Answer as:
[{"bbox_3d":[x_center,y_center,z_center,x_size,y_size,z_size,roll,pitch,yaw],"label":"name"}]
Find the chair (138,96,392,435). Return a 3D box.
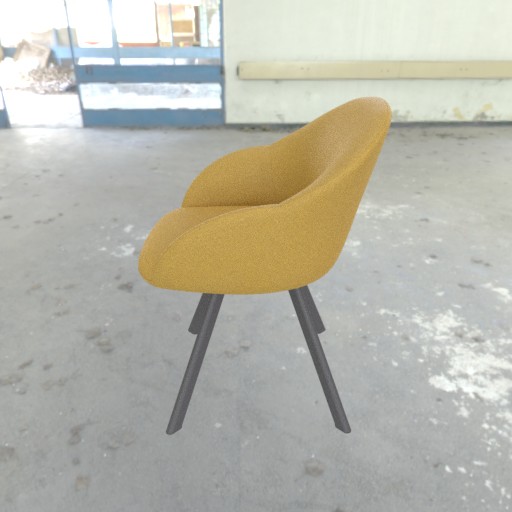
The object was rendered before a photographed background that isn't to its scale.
[{"bbox_3d":[0.000,0.000,1.175,0.583,0.793,0.551,0,26,0],"label":"chair"}]
